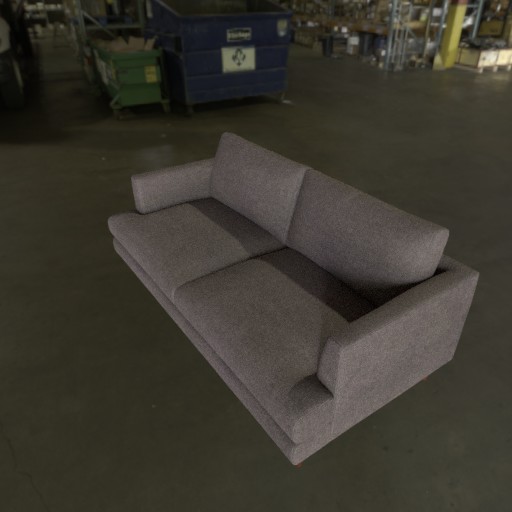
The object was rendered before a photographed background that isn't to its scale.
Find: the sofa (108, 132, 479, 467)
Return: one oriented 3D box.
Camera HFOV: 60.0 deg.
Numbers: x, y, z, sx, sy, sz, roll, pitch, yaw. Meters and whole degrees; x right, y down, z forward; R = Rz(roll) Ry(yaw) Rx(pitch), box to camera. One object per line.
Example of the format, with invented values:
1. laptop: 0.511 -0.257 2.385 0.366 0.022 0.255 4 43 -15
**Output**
1. sofa: 0.000 0.000 2.437 1.020 0.868 1.948 -20 37 -29
